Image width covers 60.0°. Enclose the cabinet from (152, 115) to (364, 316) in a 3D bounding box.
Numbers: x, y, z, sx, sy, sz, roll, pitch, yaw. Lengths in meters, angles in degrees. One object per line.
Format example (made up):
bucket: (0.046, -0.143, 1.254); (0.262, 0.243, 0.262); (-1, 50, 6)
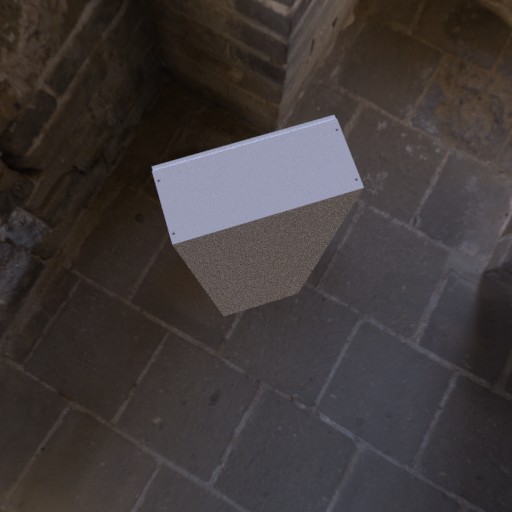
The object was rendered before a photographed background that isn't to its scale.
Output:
cabinet: (0.000, 0.000, 1.998); (0.500, 1.790, 0.230); (-17, 77, -4)
